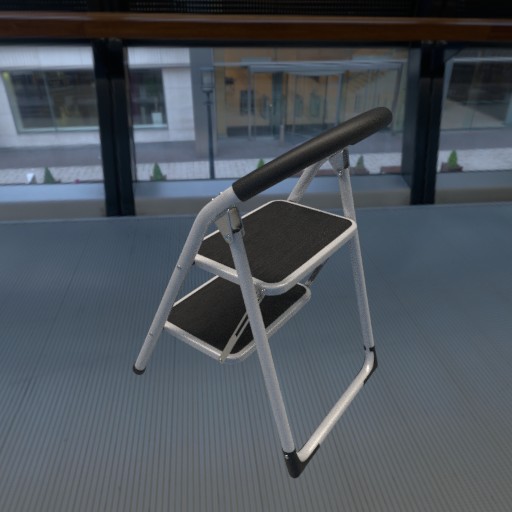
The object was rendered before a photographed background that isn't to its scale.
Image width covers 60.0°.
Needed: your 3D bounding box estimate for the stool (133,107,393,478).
[{"bbox_3d":[0.000,0.000,1.087,0.559,0.760,0.453,21,36,31],"label":"stool"}]
